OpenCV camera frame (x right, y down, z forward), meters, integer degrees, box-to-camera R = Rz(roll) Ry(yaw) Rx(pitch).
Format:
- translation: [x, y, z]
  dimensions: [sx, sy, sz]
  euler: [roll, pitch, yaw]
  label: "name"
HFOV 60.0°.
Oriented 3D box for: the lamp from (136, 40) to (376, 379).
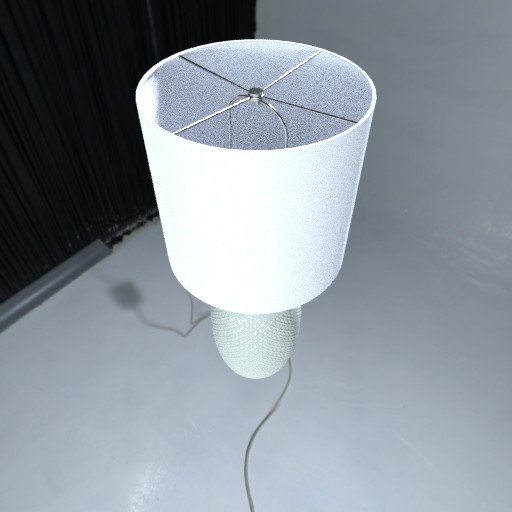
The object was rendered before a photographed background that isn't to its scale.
- translation: [0.000, 0.000, 0.569]
  dimensions: [0.217, 0.453, 0.217]
  euler: [31, 54, 26]
  label: "lamp"
